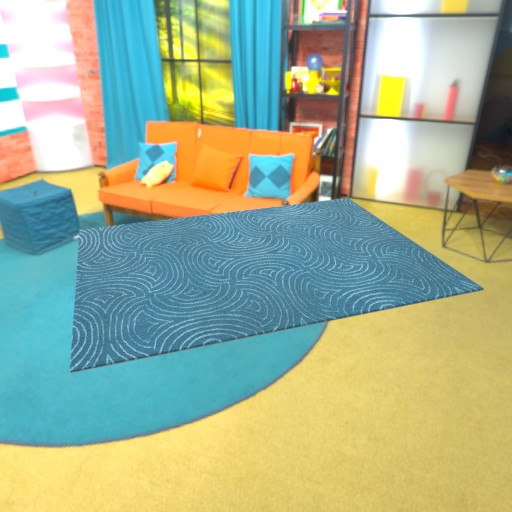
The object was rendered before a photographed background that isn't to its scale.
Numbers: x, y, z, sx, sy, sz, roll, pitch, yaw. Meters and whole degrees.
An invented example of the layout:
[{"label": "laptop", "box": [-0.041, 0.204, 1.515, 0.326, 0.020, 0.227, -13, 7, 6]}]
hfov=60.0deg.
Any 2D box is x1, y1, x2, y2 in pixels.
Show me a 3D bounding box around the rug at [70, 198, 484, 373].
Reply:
[{"label": "rug", "box": [0.000, 0.000, 2.803, 2.144, 0.015, 1.543, -8, 28, -16]}]
